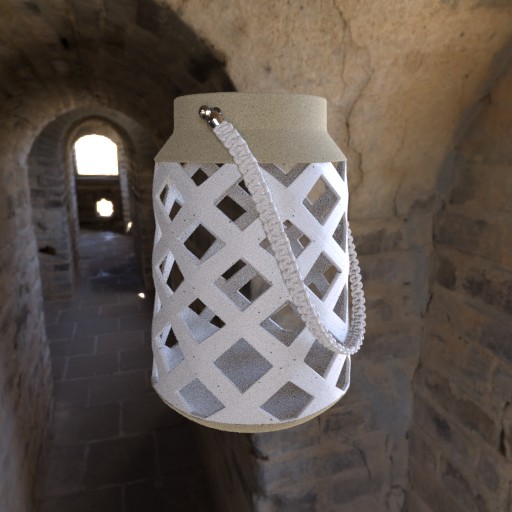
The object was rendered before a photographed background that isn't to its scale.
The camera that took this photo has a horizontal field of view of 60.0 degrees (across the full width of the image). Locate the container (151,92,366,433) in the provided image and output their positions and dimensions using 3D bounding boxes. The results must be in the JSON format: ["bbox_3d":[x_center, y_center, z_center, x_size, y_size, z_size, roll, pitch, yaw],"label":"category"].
[{"bbox_3d":[0.000,0.000,0.397,0.198,0.264,0.188,7,16,26],"label":"container"}]
